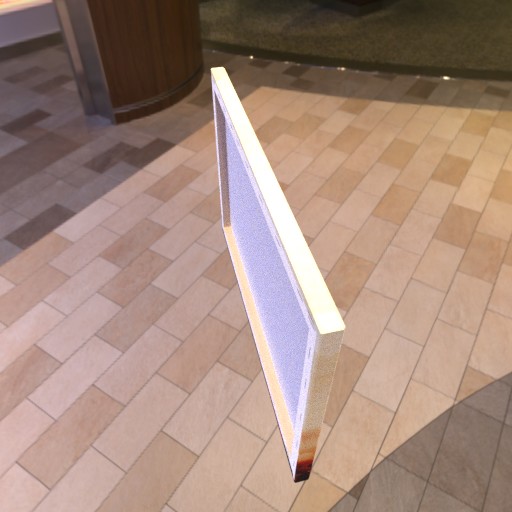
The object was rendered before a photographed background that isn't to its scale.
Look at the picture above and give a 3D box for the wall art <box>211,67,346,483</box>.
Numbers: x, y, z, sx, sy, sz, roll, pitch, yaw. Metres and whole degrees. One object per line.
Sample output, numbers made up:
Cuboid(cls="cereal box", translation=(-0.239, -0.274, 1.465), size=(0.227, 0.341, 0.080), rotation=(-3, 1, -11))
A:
Cuboid(cls="wall art", translation=(0.000, 0.000, 1.140), size=(0.038, 0.602, 0.918), rotation=(-10, 46, -10))
